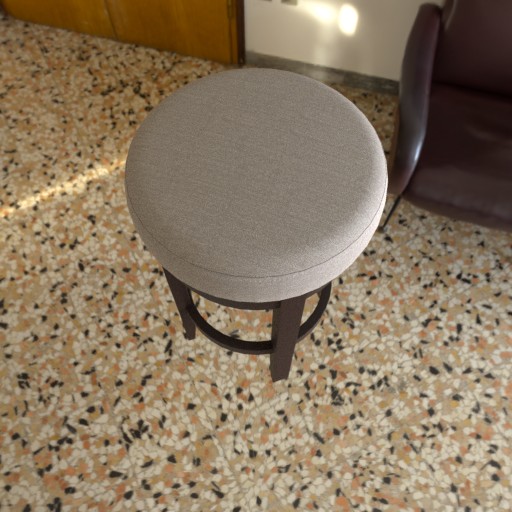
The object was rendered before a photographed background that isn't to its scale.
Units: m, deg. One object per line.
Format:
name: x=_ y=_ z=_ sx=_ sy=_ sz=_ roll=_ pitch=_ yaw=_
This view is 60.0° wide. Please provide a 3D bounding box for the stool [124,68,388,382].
stool: x=0.000 y=0.000 z=1.035 sx=0.443 sy=0.757 sz=0.443 roll=0 pitch=63 yaw=0
